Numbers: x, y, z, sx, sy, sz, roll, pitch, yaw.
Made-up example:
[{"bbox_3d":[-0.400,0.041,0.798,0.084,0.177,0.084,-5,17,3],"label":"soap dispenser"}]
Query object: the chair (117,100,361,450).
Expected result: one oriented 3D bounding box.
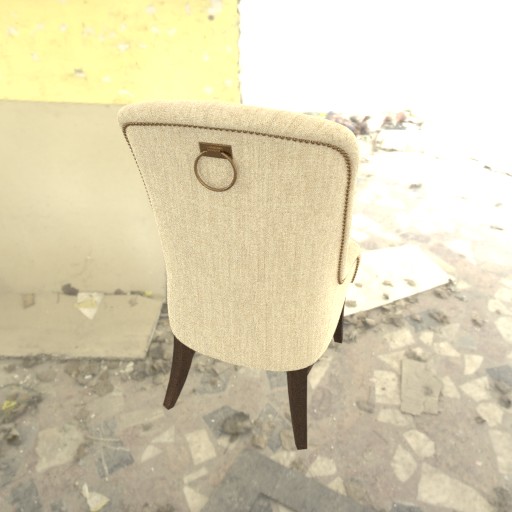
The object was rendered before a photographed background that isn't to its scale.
[{"bbox_3d":[0.000,0.000,1.463,0.634,1.091,0.629,10,33,17],"label":"chair"}]
